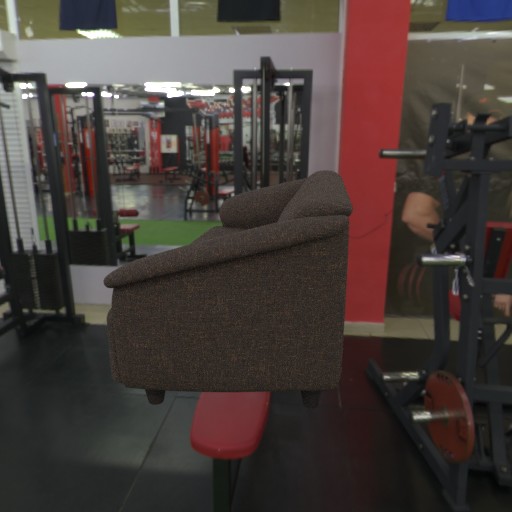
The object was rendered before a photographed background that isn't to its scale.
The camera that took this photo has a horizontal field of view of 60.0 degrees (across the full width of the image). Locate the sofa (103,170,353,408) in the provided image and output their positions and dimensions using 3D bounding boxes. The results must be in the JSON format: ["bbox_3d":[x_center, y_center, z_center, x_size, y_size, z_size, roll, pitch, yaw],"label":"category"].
[{"bbox_3d":[0.000,0.000,2.296,0.887,0.790,1.849,2,15,8],"label":"sofa"}]
